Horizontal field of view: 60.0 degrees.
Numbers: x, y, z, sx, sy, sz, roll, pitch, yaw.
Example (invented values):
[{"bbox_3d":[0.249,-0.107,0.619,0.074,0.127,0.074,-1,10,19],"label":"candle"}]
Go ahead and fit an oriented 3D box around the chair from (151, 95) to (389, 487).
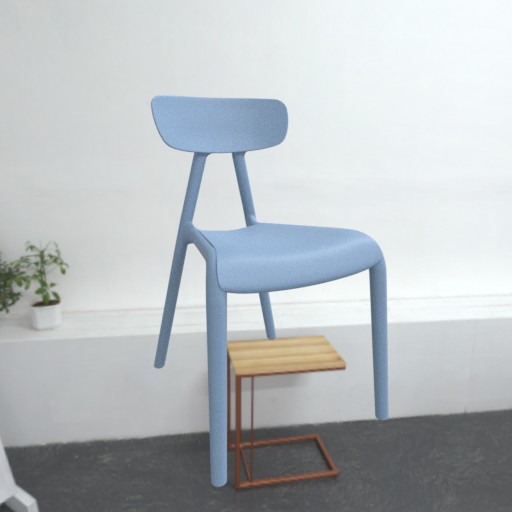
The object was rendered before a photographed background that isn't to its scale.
[{"bbox_3d":[0.000,0.000,0.833,0.356,0.580,0.401,-9,18,-27],"label":"chair"}]
